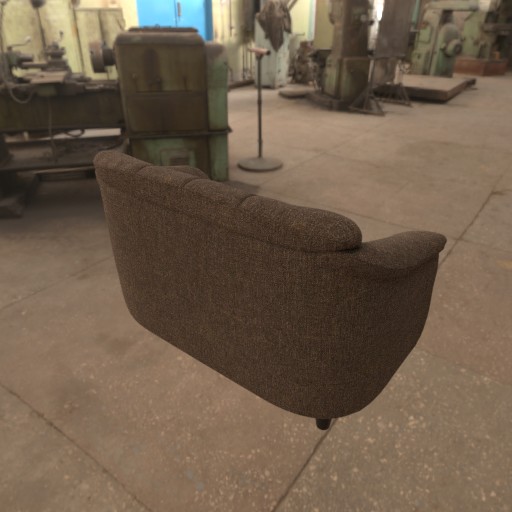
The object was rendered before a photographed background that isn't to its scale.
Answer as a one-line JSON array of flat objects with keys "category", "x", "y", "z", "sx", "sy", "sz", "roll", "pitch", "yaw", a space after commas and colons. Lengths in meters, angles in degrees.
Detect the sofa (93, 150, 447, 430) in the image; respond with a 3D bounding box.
[{"category": "sofa", "x": 0.000, "y": 0.000, "z": 1.937, "sx": 1.404, "sy": 0.895, "sz": 0.799, "roll": 21, "pitch": 35, "yaw": 33}]
